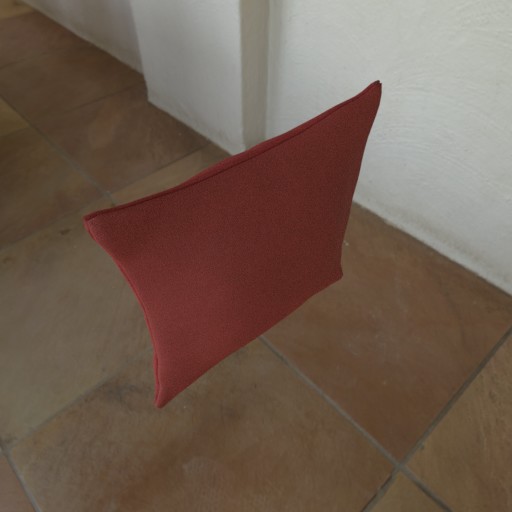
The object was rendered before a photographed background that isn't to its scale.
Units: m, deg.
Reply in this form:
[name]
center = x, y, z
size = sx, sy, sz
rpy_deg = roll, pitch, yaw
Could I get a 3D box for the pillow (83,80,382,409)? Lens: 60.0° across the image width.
[pillow]
center = 0.000, 0.000, 0.662
size = 0.435, 0.416, 0.151
rpy_deg = -32, 55, -25
